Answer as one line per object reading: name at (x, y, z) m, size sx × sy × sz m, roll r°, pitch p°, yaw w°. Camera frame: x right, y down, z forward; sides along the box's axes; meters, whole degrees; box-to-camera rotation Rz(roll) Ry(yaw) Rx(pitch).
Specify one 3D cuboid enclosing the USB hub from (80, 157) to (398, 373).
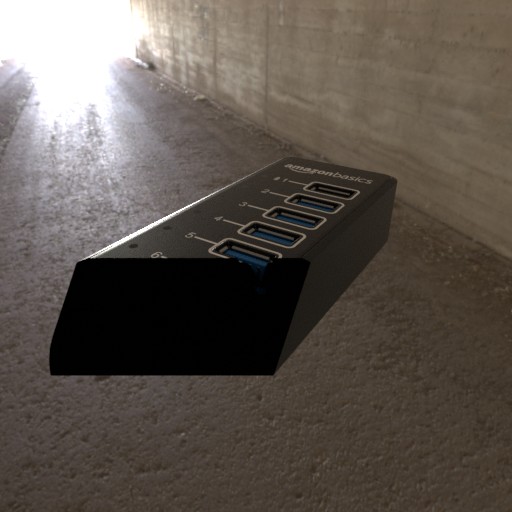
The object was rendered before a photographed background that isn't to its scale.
USB hub at (0.000, 0.000, 0.124) m, size 0.044 × 0.023 × 0.110 m, roll 18°, pitch 34°, yaw 28°
